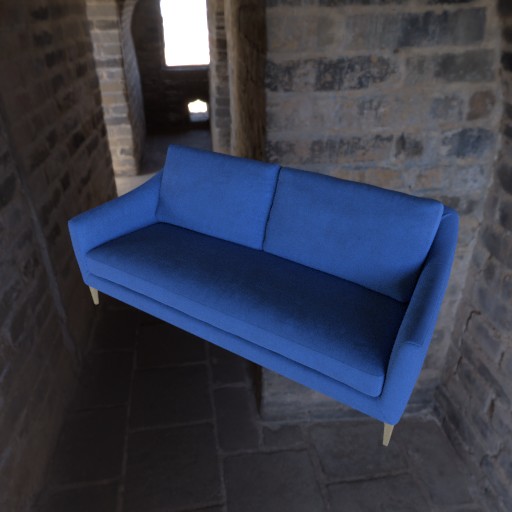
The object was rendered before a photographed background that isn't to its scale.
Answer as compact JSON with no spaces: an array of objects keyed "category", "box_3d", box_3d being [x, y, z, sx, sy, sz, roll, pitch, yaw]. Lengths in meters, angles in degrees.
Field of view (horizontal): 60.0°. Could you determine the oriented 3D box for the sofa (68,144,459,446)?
[{"category":"sofa","box_3d":[0.000,0.000,2.485,2.036,0.903,0.960,18,34,29]}]
